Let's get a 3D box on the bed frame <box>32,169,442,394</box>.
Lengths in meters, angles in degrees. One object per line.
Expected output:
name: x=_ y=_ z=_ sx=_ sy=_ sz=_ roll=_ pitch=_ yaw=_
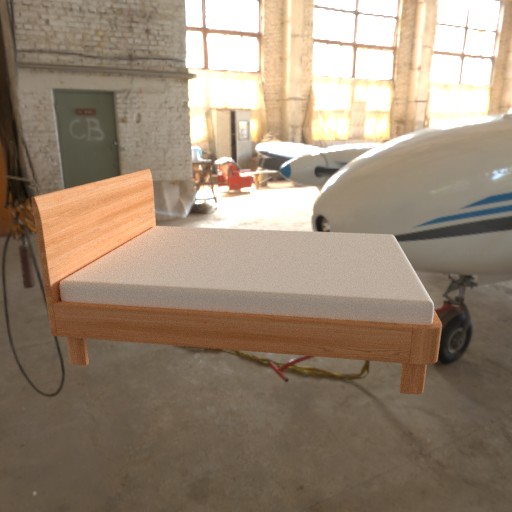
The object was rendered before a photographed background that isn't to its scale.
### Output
bed frame: x=0.000 y=0.000 z=2.846 sx=1.992 sy=0.940 sz=1.472 roll=3 pitch=17 yaw=9
